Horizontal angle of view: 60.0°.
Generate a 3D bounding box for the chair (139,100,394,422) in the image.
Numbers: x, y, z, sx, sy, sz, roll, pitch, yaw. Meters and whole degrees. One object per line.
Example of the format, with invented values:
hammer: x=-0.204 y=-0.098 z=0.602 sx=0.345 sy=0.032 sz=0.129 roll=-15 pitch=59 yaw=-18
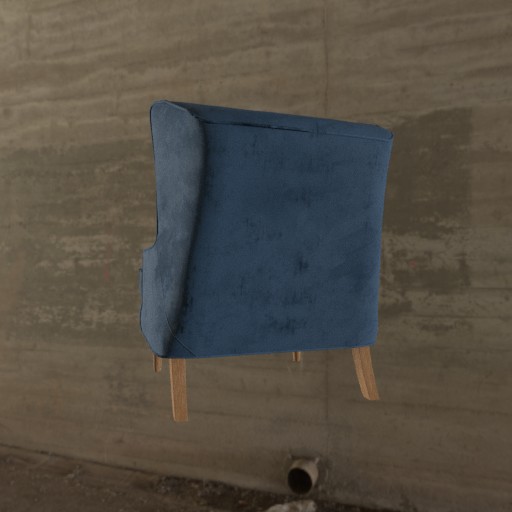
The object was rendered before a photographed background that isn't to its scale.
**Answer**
chair: x=0.000 y=0.000 z=1.632 sx=0.793 sy=0.952 sz=0.910 roll=0 pitch=-1 yaw=-19
